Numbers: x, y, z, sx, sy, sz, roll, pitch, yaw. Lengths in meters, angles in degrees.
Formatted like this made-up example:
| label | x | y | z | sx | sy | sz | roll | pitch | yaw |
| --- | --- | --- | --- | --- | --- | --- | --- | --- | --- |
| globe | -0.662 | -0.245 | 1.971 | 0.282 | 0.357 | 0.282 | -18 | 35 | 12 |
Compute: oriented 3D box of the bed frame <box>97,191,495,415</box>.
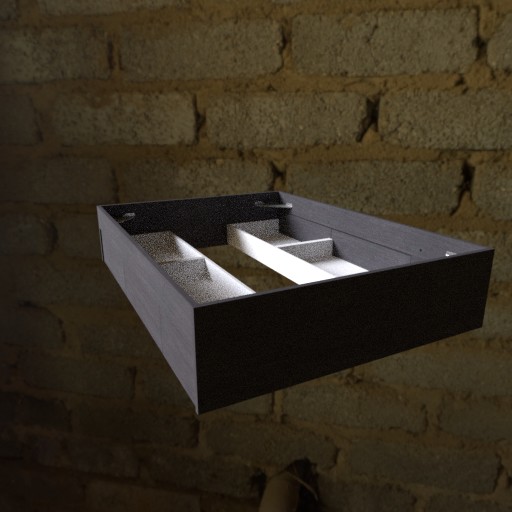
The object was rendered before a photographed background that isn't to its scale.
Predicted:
| label | x | y | z | sx | sy | sz | roll | pitch | yaw |
| --- | --- | --- | --- | --- | --- | --- | --- | --- | --- |
| bed frame | 0.000 | 0.000 | 2.585 | 1.448 | 0.459 | 1.944 | -9 | 19 | -26 |
